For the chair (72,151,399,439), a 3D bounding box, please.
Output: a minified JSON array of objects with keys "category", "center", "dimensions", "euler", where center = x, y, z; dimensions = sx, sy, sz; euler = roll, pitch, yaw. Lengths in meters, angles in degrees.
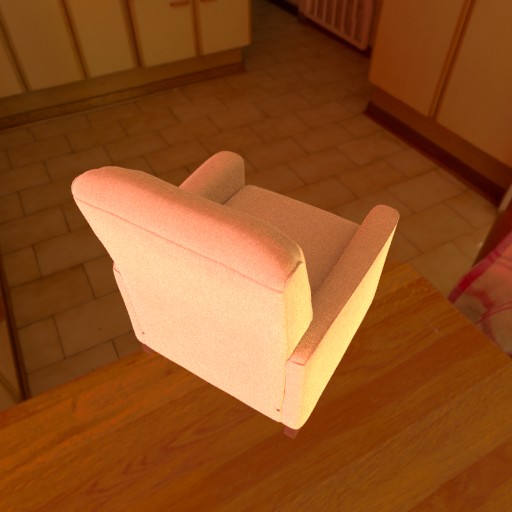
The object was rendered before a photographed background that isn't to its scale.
[{"category":"chair","center":[0.000,0.000,1.662],"dimensions":[0.845,1.023,0.859],"euler":[23,51,21]}]
